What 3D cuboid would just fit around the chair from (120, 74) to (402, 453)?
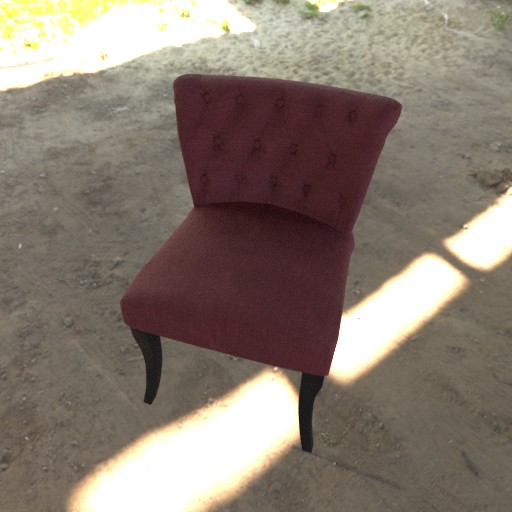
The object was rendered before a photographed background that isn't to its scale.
[{"bbox_3d":[0.000,0.000,1.185,0.582,0.750,0.605,12,43,13],"label":"chair"}]
